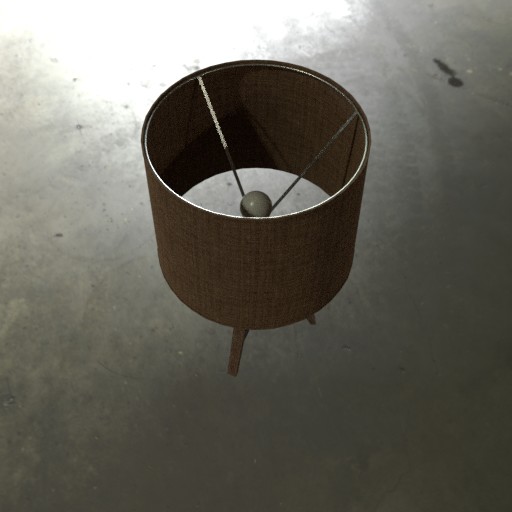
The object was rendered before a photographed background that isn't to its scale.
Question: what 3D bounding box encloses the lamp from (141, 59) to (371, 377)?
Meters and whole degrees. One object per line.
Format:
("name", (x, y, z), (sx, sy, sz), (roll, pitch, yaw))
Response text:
("lamp", (0.000, 0.000, 0.697), (0.290, 0.514, 0.290), (0, 58, 0))
